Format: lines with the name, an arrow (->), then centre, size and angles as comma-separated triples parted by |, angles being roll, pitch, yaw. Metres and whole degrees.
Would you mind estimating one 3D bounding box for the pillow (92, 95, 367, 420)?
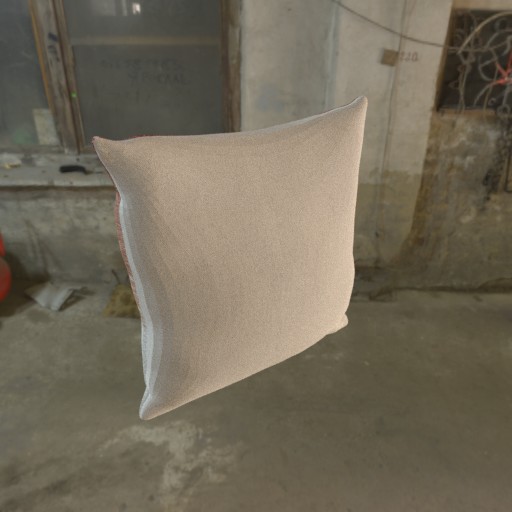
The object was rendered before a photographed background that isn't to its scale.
pillow -> 0.000, 0.000, 0.690 | 0.440, 0.441, 0.182 | -18, 33, -31
